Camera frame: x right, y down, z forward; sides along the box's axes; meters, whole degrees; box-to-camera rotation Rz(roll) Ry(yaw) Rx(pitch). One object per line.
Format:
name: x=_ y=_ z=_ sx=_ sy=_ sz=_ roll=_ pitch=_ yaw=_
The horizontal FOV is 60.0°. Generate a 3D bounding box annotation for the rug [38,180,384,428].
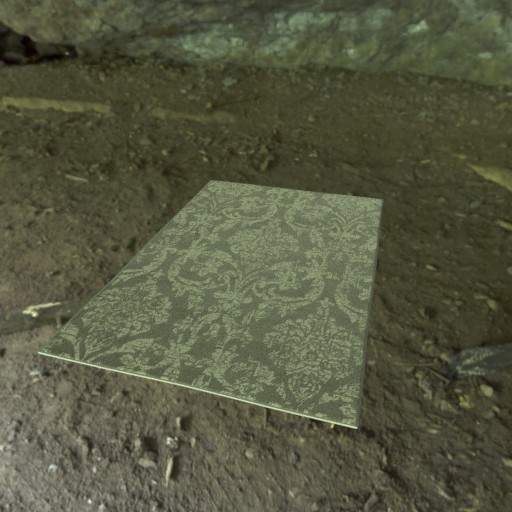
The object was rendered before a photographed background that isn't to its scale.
rug: x=0.000 y=0.000 z=2.293 sx=1.206 sy=0.012 sz=1.824 roll=9 pitch=33 yaw=14
